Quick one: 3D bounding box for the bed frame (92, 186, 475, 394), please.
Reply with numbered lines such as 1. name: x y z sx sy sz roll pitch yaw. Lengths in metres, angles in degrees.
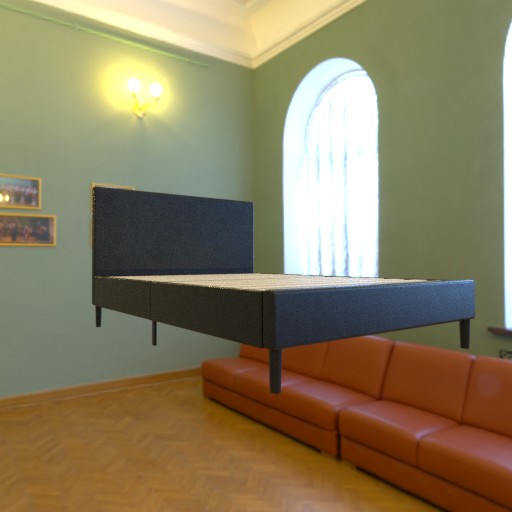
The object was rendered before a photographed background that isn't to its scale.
1. bed frame: 0.000 0.000 2.911 1.469 1.046 2.152 0 -1 -37
